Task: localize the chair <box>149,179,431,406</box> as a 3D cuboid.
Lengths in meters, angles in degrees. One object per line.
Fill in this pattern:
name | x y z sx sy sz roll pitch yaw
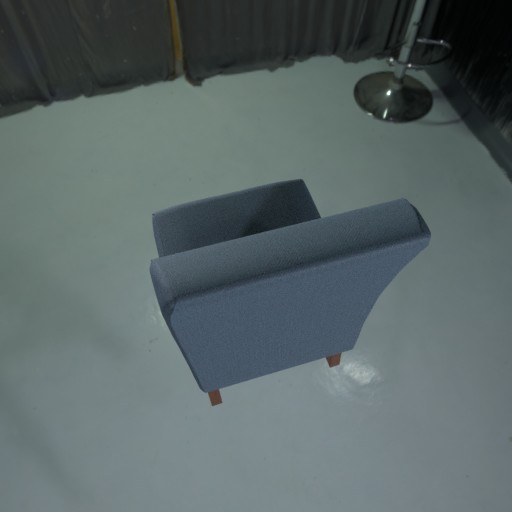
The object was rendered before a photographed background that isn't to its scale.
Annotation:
chair | 0.000 0.000 1.173 0.513 0.804 0.592 -15 59 -9
